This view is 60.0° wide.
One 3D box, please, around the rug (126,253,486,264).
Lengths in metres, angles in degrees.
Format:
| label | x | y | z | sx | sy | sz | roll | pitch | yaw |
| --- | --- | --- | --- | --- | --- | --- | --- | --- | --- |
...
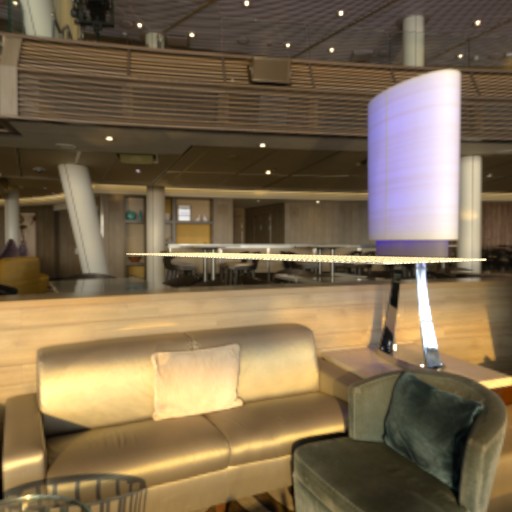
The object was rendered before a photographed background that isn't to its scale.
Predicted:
| label | x | y | z | sx | sy | sz | roll | pitch | yaw |
| --- | --- | --- | --- | --- | --- | --- | --- | --- | --- |
| rug | 0.000 | 0.000 | 2.531 | 0.686 | 0.008 | 2.286 | -1 | 1 | -37 |
